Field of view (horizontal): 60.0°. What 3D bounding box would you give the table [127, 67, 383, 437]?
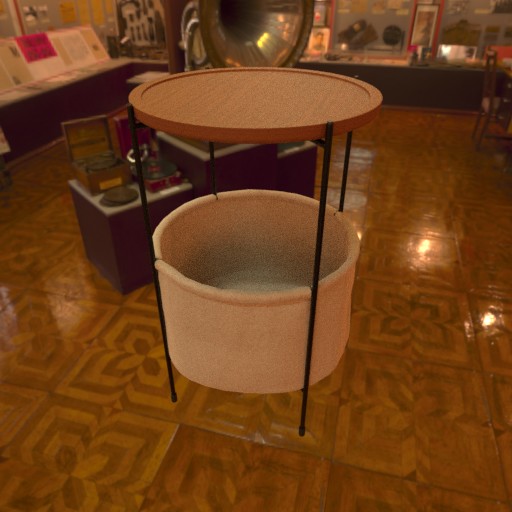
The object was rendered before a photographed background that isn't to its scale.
[{"bbox_3d":[0.000,0.000,0.861,0.393,0.623,0.393,10,34,14],"label":"table"}]
